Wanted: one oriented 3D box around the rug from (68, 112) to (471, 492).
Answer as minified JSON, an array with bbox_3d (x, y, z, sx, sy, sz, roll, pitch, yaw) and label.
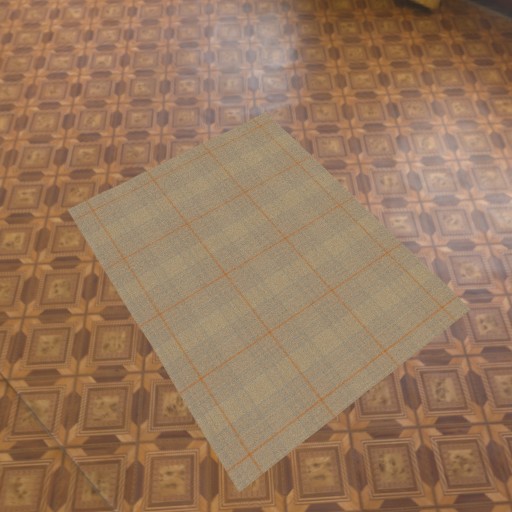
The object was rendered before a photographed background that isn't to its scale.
[{"bbox_3d":[0.000,0.000,4.136,2.448,0.021,3.051,-31,64,-17],"label":"rug"}]
